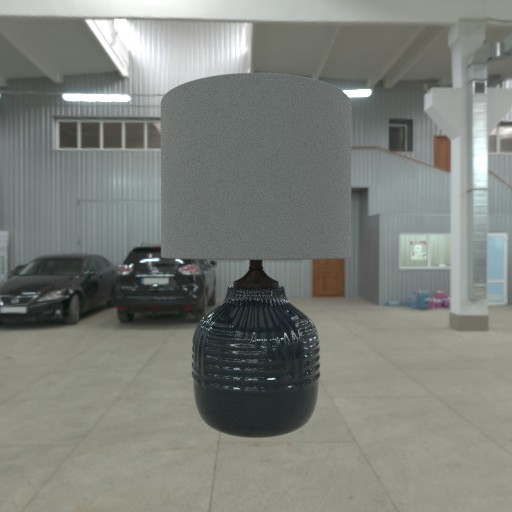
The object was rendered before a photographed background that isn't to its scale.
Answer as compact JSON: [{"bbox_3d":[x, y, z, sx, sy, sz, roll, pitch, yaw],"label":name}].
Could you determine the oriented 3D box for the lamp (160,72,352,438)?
[{"bbox_3d":[0.000,0.000,0.758,0.318,0.567,0.318,0,1,0],"label":"lamp"}]
